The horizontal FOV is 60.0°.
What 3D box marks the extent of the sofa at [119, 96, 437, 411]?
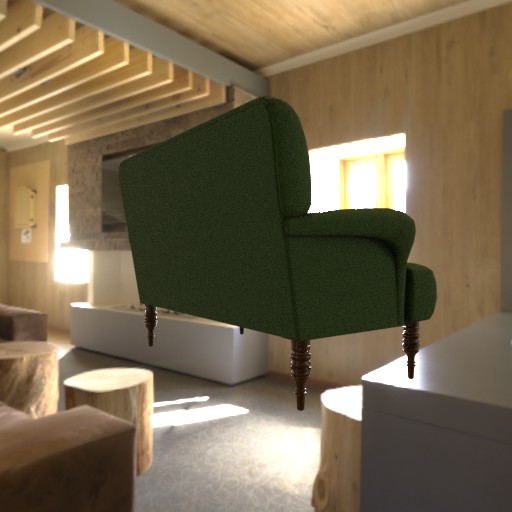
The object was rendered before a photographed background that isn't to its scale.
[{"bbox_3d":[0.000,0.000,1.862,0.779,0.889,1.297,0,1,-37],"label":"sofa"}]
